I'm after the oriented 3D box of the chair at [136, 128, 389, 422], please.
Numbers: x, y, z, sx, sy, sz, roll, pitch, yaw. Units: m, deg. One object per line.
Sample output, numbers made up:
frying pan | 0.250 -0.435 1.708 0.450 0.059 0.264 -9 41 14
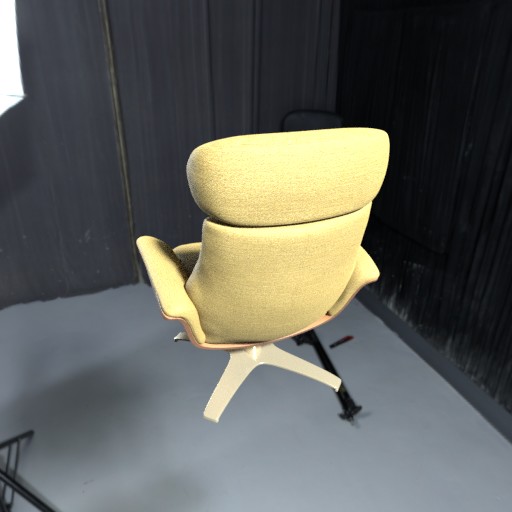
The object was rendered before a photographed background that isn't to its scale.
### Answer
chair | 0.000 0.000 1.574 0.785 0.995 0.837 -9 28 -17
